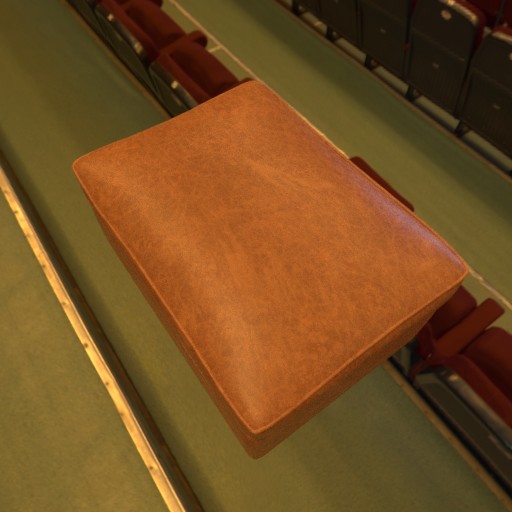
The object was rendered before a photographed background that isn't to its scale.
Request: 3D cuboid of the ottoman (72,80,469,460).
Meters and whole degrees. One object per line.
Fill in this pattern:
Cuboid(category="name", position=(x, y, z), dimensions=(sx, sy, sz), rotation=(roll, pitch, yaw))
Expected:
Cuboid(category="ottoman", position=(0.000, 0.000, 1.105), dimensions=(0.554, 0.468, 0.756), rotation=(-31, 63, -18))
